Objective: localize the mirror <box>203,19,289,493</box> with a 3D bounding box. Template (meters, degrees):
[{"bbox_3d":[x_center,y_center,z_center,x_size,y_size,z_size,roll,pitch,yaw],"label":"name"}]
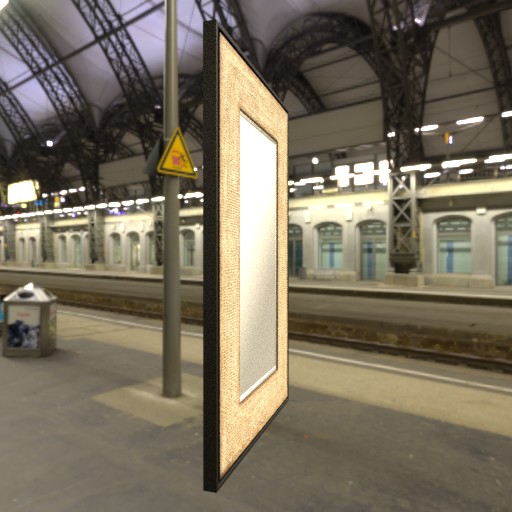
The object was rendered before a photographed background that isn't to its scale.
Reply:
[{"bbox_3d":[0.000,0.000,1.507,0.038,1.219,0.762,0,0,18],"label":"mirror"}]
